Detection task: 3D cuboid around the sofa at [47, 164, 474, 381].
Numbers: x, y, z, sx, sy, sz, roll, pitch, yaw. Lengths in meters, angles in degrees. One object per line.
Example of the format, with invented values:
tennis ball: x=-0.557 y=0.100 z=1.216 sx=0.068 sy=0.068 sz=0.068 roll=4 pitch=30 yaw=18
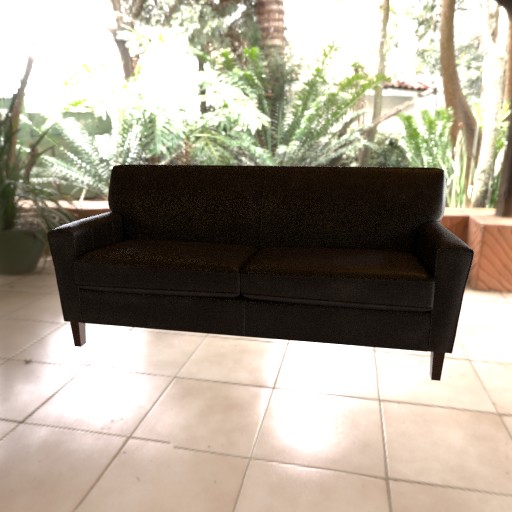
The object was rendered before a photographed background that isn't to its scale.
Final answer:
sofa: x=0.000 y=0.000 z=2.465 sx=2.053 sy=0.947 sz=0.805 roll=3 pitch=15 yaw=11
